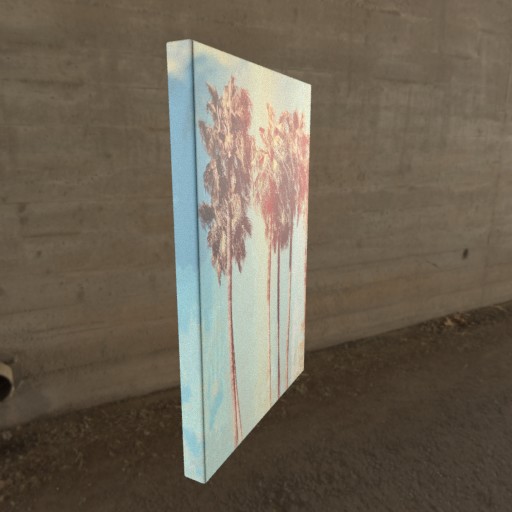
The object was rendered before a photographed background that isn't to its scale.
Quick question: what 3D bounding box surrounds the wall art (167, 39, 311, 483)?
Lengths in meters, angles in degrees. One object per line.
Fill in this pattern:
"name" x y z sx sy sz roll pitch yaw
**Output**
"wall art" 0.000 0.000 0.769 0.038 0.610 0.401 7 15 27
